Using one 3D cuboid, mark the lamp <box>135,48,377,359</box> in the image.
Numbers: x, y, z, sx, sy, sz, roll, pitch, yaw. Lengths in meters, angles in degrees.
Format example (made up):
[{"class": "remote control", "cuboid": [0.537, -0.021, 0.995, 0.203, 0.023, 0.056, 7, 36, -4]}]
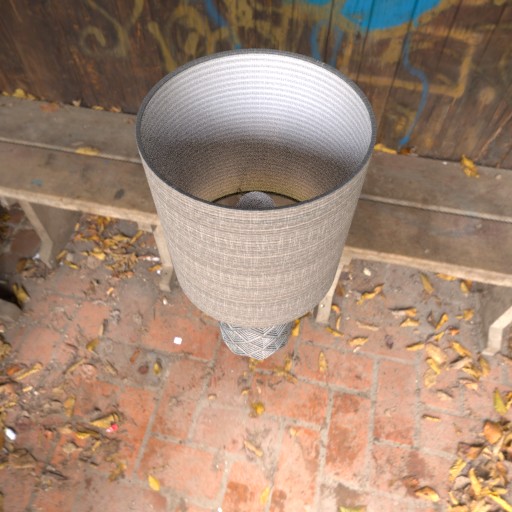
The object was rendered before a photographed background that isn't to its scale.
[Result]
[{"class": "lamp", "cuboid": [0.000, 0.000, 0.734, 0.268, 0.566, 0.269, -14, 58, -9]}]
